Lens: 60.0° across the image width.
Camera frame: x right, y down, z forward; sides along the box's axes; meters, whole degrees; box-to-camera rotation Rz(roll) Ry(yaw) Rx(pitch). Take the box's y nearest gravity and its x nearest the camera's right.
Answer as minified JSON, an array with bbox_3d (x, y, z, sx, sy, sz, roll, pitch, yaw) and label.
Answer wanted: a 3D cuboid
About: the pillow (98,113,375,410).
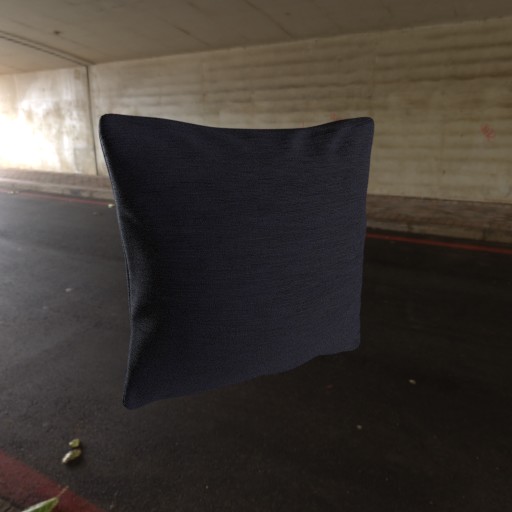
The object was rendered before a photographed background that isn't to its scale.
[{"bbox_3d":[0.000,0.000,0.682,0.432,0.414,0.246,-8,18,-26],"label":"pillow"}]
